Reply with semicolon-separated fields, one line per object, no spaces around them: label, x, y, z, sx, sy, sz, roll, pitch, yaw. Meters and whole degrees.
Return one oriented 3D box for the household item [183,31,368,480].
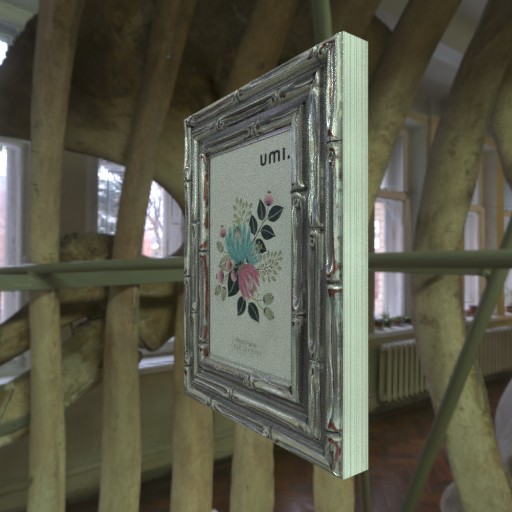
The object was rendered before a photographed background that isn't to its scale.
household item;0.000;0.000;0.284;0.025;0.216;0.165;0;-1;-36
